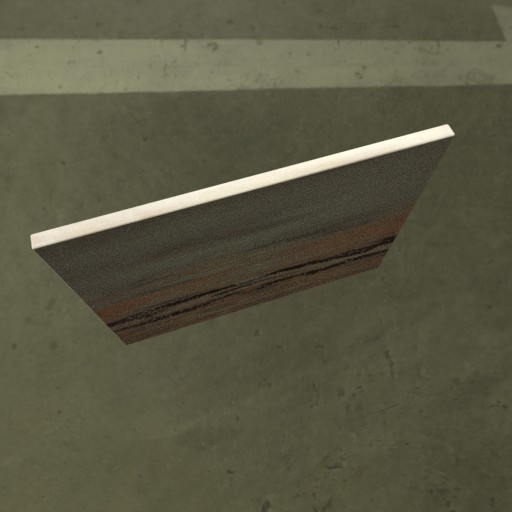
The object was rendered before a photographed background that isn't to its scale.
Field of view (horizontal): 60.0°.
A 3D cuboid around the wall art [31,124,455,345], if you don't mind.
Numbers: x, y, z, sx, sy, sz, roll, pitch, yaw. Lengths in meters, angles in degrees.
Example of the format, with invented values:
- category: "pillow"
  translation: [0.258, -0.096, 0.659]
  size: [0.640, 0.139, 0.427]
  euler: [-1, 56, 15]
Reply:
- category: "wall art"
  translation: [0.000, 0.000, 1.360]
  size: [1.015, 0.763, 0.038]
  euler: [-16, 64, -8]
